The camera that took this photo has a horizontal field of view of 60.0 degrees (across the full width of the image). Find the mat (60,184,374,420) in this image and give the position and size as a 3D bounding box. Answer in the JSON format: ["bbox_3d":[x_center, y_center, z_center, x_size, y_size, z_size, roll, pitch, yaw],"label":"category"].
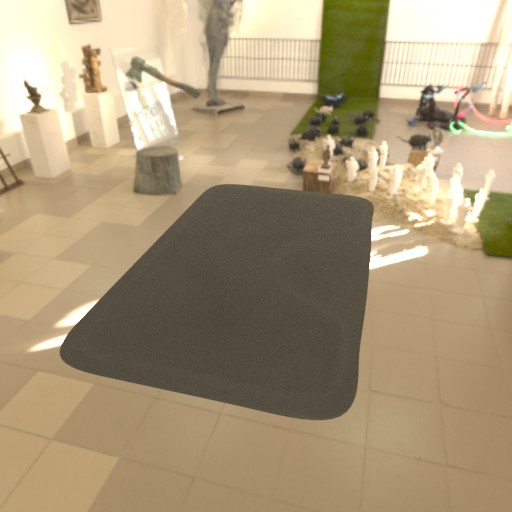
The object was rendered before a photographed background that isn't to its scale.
[{"bbox_3d":[0.000,0.000,1.837,0.918,0.013,1.524,8,31,13],"label":"mat"}]
